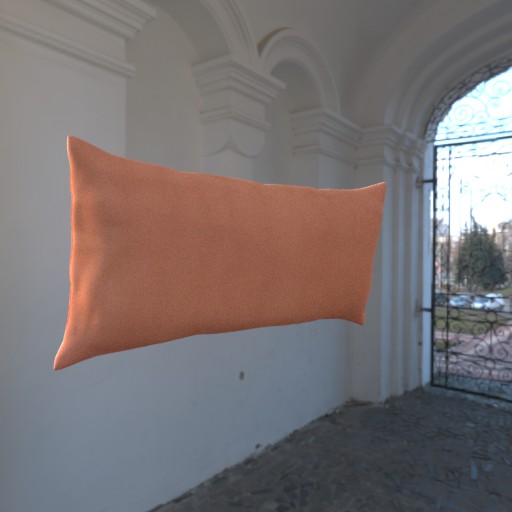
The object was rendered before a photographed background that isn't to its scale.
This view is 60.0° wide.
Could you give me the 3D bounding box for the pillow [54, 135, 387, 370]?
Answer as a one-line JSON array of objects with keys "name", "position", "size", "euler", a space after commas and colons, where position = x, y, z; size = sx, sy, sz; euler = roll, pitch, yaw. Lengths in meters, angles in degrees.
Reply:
[{"name": "pillow", "position": [0.000, 0.000, 0.725], "size": [0.608, 0.292, 0.156], "euler": [0, 0, -38]}]
